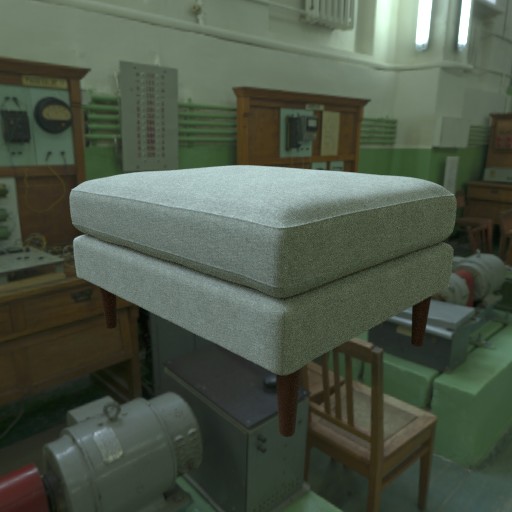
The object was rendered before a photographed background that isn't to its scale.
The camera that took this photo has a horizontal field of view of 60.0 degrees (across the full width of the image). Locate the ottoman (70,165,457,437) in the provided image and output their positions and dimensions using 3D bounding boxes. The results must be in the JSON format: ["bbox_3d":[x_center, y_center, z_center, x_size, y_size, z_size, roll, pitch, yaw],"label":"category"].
[{"bbox_3d":[0.000,0.000,1.230,0.693,0.474,0.821,-14,20,-43],"label":"ottoman"}]
